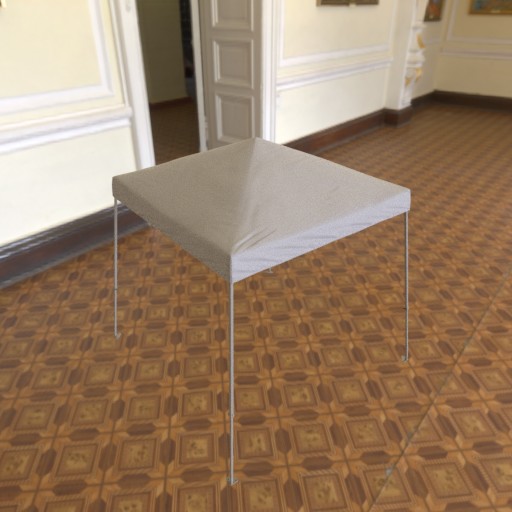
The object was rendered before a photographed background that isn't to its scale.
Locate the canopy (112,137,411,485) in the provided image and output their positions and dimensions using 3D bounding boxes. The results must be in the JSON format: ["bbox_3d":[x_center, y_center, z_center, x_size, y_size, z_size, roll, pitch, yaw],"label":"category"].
[{"bbox_3d":[0.000,0.000,6.731,3.600,3.600,3.599,-21,36,-32],"label":"canopy"}]
